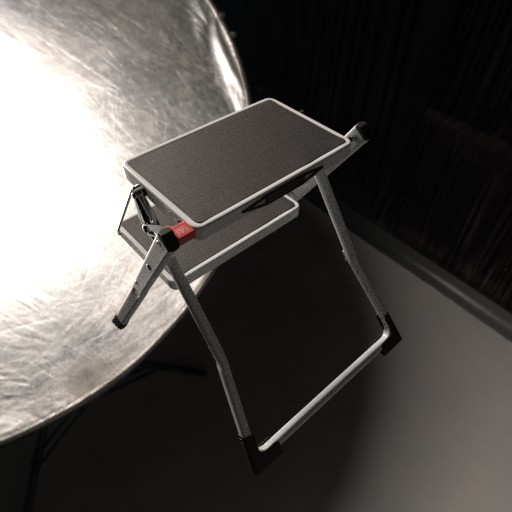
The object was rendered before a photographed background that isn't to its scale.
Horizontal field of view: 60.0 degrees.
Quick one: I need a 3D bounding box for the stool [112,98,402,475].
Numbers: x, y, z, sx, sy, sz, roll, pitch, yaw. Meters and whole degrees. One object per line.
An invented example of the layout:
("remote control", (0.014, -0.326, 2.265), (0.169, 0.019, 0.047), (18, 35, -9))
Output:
("stool", (0.000, 0.000, 0.838), (0.485, 0.445, 0.490), (-33, 55, -27))
